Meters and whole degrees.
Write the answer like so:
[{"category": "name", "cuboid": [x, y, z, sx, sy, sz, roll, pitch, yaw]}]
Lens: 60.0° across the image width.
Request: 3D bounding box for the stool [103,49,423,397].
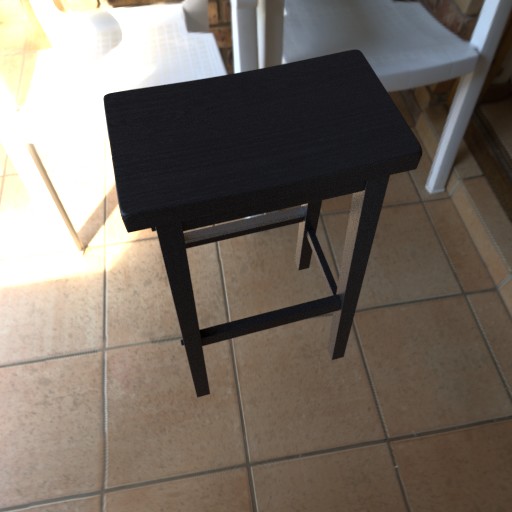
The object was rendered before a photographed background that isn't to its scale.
[{"category": "stool", "cuboid": [0.000, 0.000, 0.939, 0.406, 0.742, 0.322, -13, 60, -8]}]
